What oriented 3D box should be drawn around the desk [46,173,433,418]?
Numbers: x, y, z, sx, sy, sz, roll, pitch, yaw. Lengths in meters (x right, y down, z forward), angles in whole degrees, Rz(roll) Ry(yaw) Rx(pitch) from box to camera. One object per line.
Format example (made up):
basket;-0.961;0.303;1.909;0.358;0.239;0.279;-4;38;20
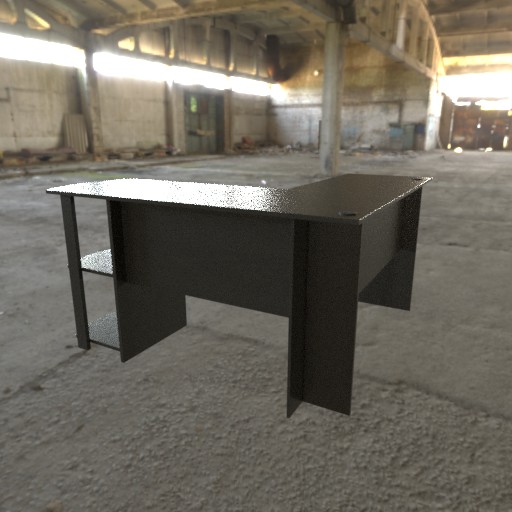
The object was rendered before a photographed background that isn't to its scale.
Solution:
desk;0.000;0.000;2.158;1.361;0.716;1.303;9;18;28
